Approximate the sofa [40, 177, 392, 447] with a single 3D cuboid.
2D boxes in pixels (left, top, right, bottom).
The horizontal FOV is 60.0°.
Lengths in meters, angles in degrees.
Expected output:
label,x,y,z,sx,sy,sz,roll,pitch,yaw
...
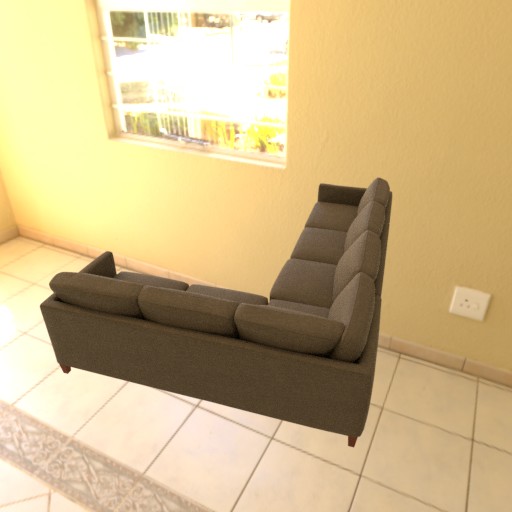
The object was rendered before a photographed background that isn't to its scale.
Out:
label,x,y,z,sx,sy,sz,roll,pitch,yaw
sofa,0.000,0.000,4.588,2.593,0.947,3.302,9,32,15
